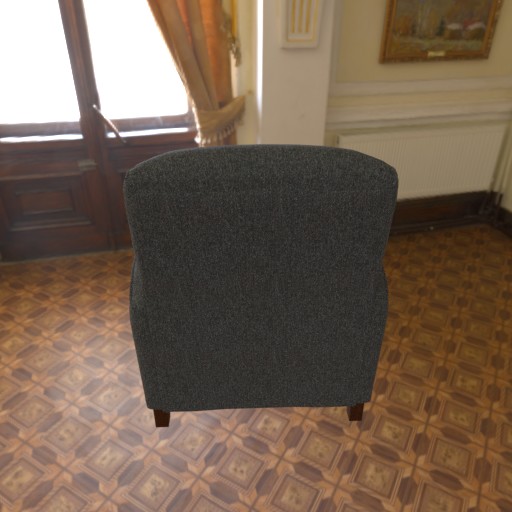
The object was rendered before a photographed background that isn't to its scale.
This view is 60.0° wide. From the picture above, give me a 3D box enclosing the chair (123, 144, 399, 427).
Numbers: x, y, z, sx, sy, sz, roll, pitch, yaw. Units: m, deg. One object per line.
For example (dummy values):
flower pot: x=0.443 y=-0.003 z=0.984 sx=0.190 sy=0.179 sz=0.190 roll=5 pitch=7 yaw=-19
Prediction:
chair: x=0.000 y=0.000 z=1.628 sx=0.839 sy=1.016 sz=0.850 roll=-1 pitch=30 yaw=-2
